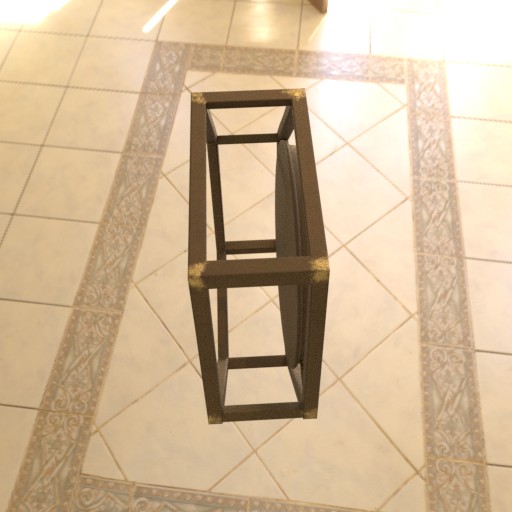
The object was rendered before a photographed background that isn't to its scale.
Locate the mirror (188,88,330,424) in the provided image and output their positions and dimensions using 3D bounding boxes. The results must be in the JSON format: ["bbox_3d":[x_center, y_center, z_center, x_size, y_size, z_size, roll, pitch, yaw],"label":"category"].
[{"bbox_3d":[0.000,0.000,0.541,0.119,0.334,0.380,-3,64,-1],"label":"mirror"}]
